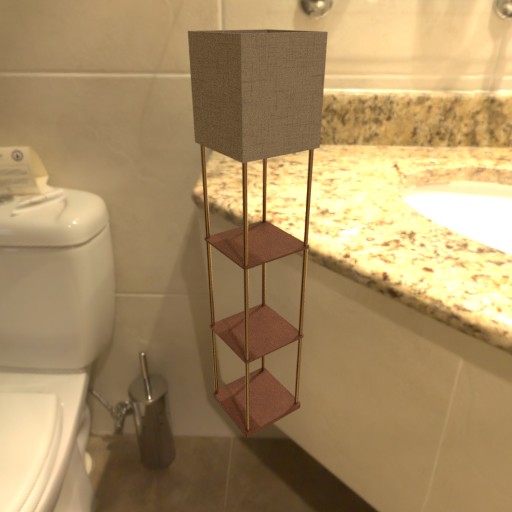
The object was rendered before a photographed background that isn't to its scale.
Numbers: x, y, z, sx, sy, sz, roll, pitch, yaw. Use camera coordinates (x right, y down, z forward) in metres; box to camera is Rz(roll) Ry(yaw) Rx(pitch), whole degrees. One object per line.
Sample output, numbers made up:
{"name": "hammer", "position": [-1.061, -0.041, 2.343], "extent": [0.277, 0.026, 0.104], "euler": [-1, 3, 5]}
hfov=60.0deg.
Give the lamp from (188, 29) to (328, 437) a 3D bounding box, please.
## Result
{"name": "lamp", "position": [0.000, 0.000, 1.734], "extent": [0.310, 1.569, 0.308], "euler": [-18, 33, -30]}
